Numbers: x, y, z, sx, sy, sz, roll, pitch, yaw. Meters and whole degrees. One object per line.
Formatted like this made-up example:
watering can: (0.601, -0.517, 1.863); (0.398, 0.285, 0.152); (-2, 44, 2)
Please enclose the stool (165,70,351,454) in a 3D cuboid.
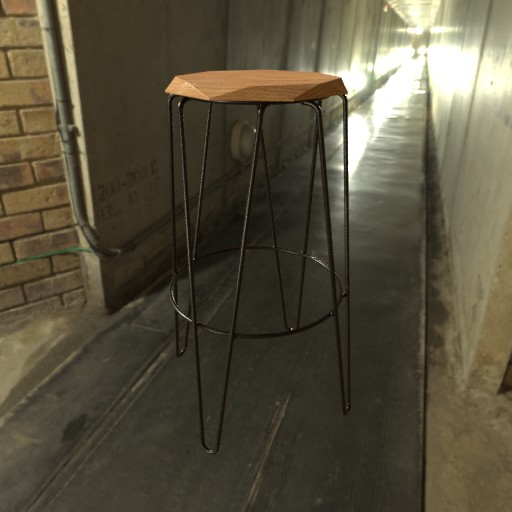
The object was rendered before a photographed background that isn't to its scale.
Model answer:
stool: (0.000, 0.000, 0.810); (0.326, 0.610, 0.326); (-9, 28, -16)
